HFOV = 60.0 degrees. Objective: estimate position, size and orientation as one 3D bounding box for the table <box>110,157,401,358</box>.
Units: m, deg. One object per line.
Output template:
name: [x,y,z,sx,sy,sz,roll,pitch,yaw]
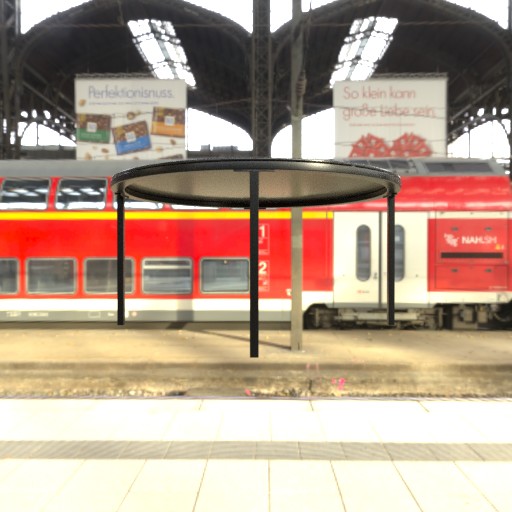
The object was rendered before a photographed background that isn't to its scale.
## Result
table: [0.000,0.000,1.282,0.800,0.400,0.800,0,0,0]
